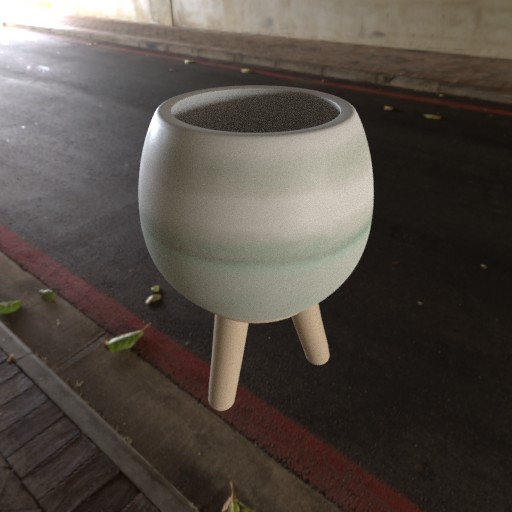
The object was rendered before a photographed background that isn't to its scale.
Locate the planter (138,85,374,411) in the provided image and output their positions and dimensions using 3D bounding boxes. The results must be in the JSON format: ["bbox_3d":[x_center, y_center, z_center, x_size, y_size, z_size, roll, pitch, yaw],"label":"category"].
[{"bbox_3d":[0.000,0.000,0.339,0.161,0.224,0.161,0,33,0],"label":"planter"}]
